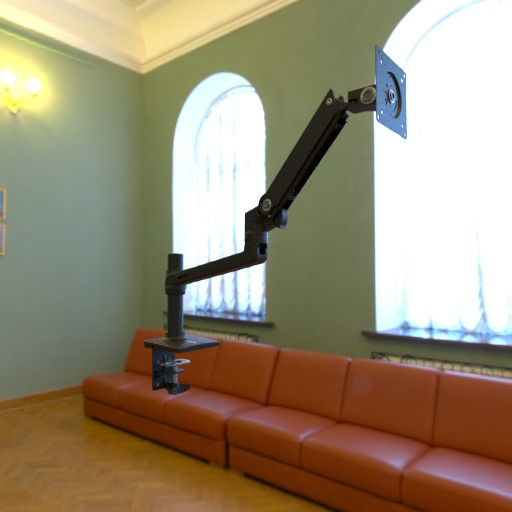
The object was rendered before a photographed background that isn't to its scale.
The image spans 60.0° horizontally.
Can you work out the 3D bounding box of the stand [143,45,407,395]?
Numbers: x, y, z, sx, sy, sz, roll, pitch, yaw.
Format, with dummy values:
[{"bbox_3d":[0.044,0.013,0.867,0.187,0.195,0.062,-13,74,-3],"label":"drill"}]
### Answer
[{"bbox_3d":[0.000,0.000,1.012,0.650,0.713,0.152,-1,-2,39],"label":"stand"}]
